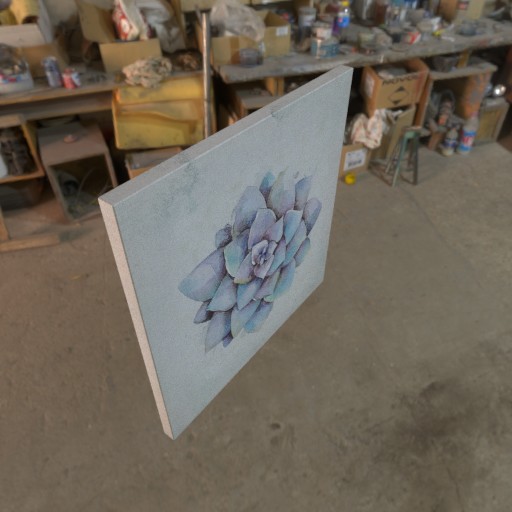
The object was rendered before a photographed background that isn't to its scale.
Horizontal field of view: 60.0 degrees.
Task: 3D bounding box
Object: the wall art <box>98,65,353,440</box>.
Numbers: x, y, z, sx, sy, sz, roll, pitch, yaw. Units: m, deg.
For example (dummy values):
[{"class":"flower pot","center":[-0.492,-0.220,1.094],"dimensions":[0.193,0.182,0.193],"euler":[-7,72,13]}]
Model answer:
[{"class":"wall art","center":[0.000,0.000,1.160],"dimensions":[0.038,0.762,0.762],"euler":[27,48,27]}]
